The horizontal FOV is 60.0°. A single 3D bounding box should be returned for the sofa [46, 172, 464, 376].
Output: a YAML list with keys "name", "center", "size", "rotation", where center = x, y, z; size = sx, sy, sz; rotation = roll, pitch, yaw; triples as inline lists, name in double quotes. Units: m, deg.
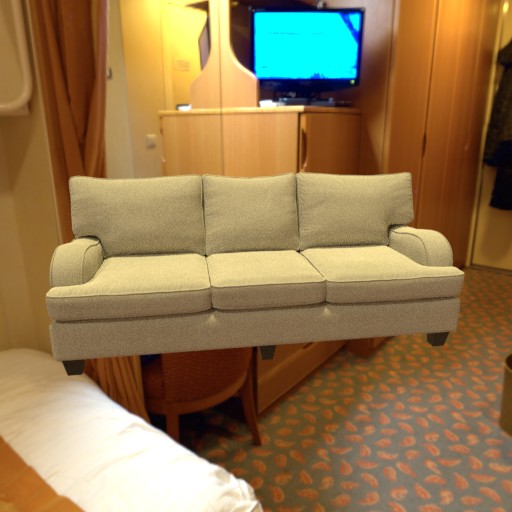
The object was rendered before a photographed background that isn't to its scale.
- name: "sofa"
  center: [0.000, 0.000, 2.828]
  size: [2.323, 0.991, 1.016]
  rotation: [-3, 17, -9]
